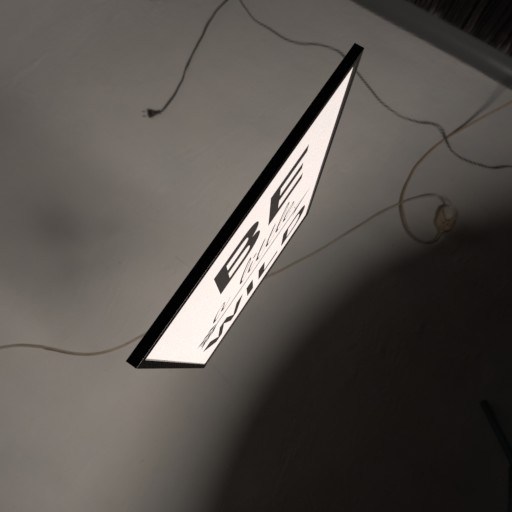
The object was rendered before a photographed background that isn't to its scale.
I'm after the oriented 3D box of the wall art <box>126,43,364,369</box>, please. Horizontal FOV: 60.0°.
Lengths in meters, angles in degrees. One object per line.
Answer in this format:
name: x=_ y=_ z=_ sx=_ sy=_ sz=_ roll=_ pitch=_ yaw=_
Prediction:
wall art: x=0.000 y=0.000 z=0.762 sx=0.013 sy=0.582 sz=0.442 roll=33 pitch=78 yaw=8
